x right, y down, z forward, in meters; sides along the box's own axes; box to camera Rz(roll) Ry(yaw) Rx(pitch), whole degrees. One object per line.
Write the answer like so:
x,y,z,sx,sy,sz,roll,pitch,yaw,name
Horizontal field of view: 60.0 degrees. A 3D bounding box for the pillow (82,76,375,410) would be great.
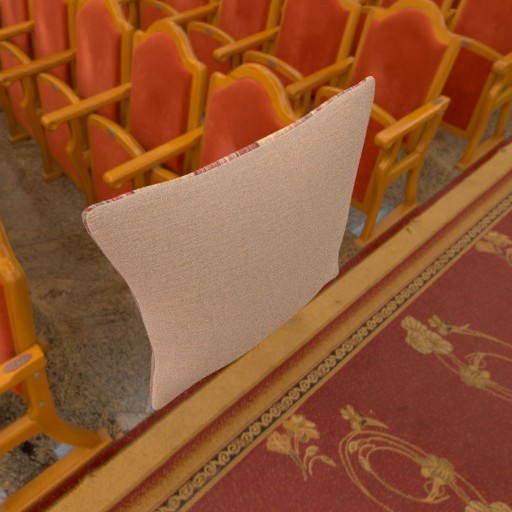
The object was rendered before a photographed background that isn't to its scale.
0.000,0.000,0.656,0.437,0.419,0.136,-33,55,-27,pillow
